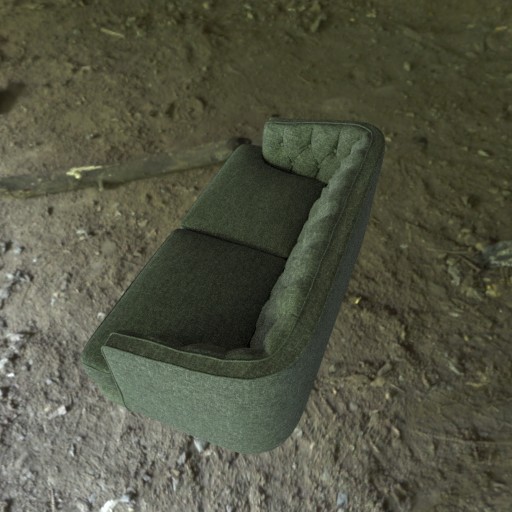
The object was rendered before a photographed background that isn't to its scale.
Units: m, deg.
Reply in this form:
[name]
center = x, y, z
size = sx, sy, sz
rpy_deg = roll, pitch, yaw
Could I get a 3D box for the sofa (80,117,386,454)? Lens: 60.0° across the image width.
[sofa]
center = 0.000, 0.000, 2.270
size = 0.941, 0.855, 1.733
rpy_deg = 17, 50, 15
